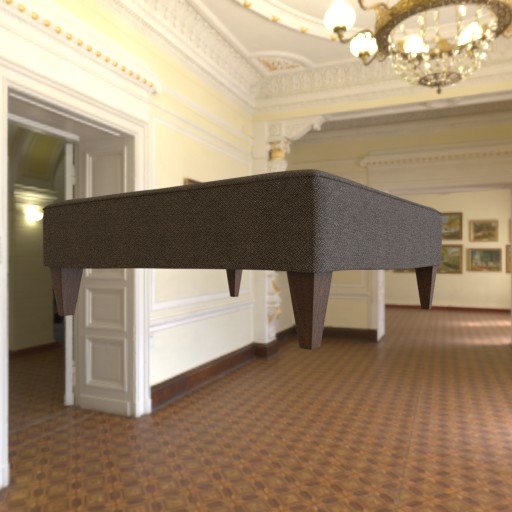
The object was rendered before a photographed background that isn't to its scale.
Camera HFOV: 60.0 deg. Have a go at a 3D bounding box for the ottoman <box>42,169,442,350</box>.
[{"bbox_3d":[0.000,0.000,1.492,0.981,0.378,0.970,0,0,36],"label":"ottoman"}]
